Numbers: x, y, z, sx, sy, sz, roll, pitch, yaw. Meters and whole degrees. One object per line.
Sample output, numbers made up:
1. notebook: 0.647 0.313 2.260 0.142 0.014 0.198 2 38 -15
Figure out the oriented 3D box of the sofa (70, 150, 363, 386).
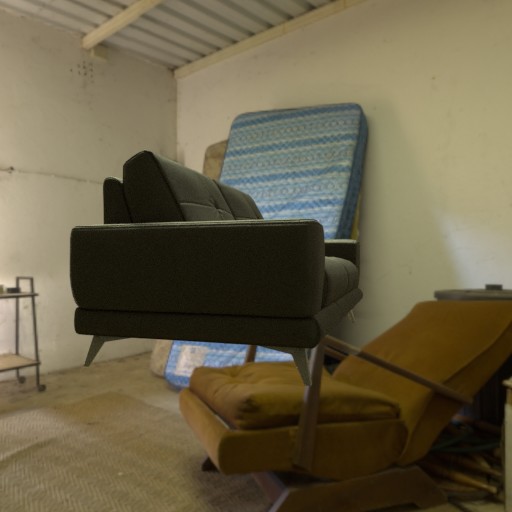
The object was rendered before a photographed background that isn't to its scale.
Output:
1. sofa: 0.000 0.000 2.430 1.018 0.907 1.806 0 -1 18
